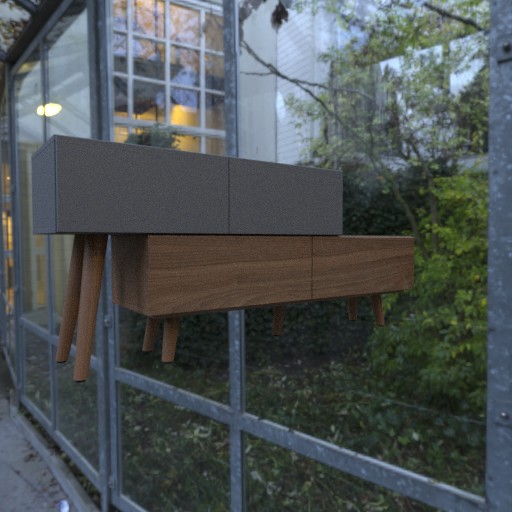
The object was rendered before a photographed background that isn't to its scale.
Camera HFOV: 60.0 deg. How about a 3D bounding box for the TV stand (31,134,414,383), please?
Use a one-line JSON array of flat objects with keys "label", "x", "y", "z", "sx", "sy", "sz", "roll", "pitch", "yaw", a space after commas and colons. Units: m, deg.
[{"label": "TV stand", "x": 0.000, "y": 0.000, "z": 1.525, "sx": 1.336, "sy": 0.591, "sz": 0.329, "roll": -1, "pitch": 2, "yaw": -35}]
